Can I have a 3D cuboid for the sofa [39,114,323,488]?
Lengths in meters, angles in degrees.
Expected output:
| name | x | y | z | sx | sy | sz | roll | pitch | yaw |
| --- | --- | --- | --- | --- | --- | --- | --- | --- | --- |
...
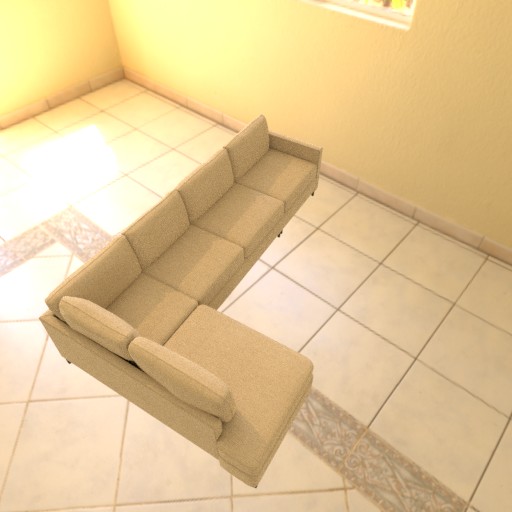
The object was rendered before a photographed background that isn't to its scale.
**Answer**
| name | x | y | z | sx | sy | sz | roll | pitch | yaw |
| --- | --- | --- | --- | --- | --- | --- | --- | --- | --- |
| sofa | 0.000 | 0.000 | 4.278 | 2.048 | 0.996 | 3.384 | 24 | 52 | 21 |
